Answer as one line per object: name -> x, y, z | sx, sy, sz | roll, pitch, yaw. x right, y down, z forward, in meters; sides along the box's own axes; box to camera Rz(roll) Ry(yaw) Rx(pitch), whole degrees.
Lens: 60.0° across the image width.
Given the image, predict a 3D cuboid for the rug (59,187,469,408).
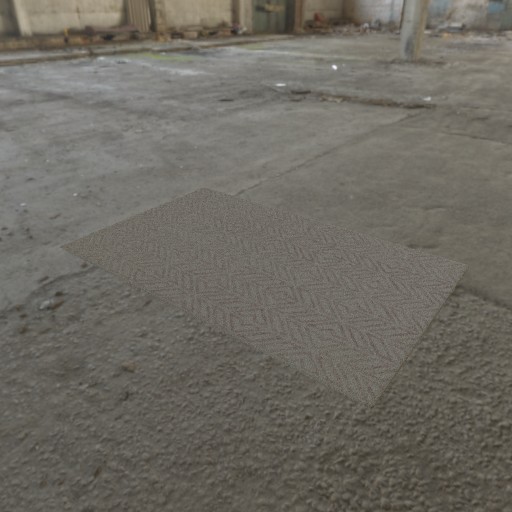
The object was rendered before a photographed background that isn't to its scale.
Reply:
rug -> 0.000, 0.000, 3.083 | 2.438, 0.008, 1.523 | 21, 35, 32
